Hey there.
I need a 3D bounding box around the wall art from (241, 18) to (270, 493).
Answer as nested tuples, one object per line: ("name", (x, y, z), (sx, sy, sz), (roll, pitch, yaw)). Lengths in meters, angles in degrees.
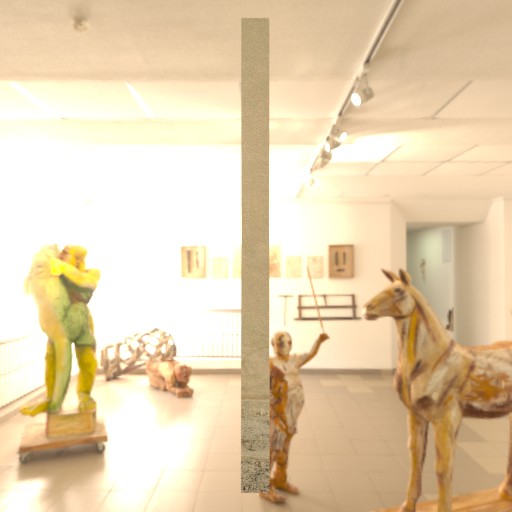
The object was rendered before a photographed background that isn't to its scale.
("wall art", (0.000, 0.000, 0.767), (0.036, 0.607, 0.403), (0, -1, 0))
